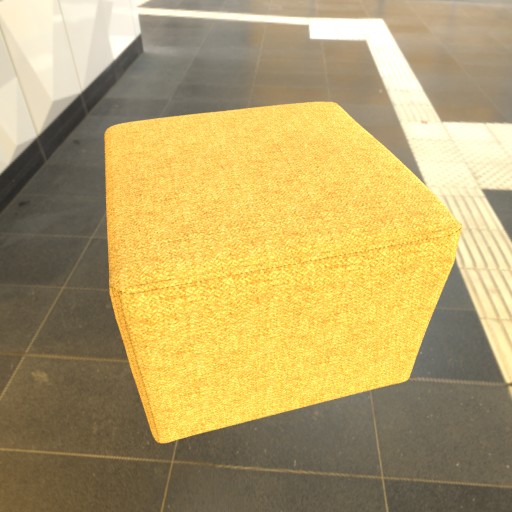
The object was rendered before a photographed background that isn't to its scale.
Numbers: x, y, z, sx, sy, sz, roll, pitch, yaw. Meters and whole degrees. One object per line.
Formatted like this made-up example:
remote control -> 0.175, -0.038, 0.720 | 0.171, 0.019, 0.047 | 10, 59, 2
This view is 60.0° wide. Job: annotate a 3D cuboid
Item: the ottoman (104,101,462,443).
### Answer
ottoman -> 0.000, 0.000, 0.889 | 0.512, 0.441, 0.505 | -10, 42, -12
